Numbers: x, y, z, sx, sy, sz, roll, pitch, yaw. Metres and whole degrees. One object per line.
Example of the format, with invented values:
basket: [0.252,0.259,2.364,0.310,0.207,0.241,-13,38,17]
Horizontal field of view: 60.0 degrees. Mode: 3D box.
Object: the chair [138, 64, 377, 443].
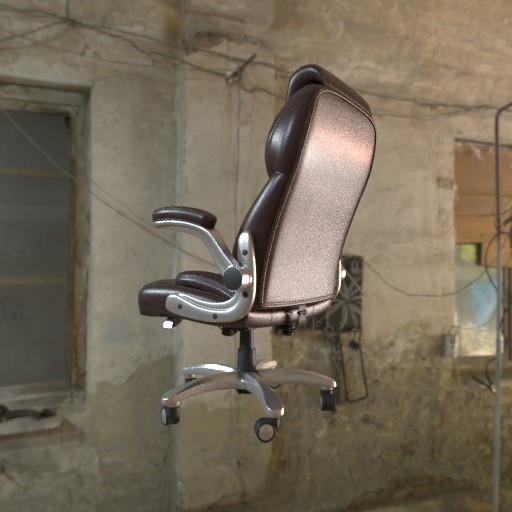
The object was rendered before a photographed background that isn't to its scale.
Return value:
chair: [0.000,0.000,1.656,0.774,1.160,0.733,0,-1,36]
